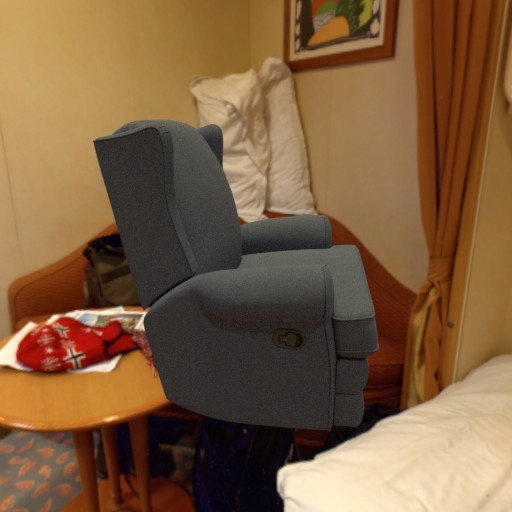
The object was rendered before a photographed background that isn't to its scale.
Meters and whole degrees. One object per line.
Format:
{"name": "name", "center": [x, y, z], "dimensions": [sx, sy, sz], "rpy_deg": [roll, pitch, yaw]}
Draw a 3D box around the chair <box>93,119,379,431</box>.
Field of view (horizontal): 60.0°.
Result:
{"name": "chair", "center": [0.000, 0.000, 1.731], "dimensions": [0.877, 1.020, 0.971], "rpy_deg": [2, 16, 8]}
